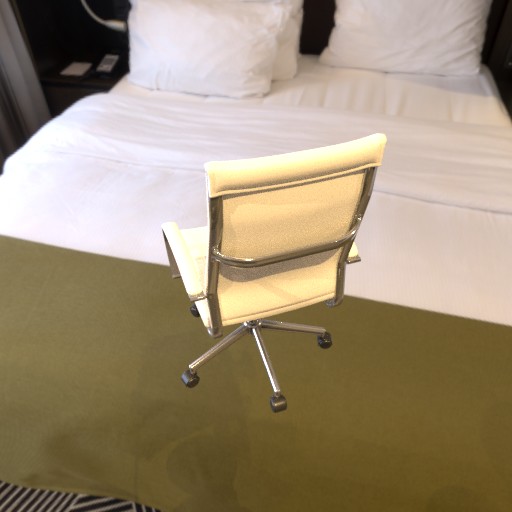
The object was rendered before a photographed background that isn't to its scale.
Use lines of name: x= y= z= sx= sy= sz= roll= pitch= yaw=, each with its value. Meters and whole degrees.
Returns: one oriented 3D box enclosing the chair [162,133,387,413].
chair: x=0.000 y=0.000 z=1.569 sx=0.679 sy=1.149 sz=0.679 roll=-13 pitch=44 yaw=-14
